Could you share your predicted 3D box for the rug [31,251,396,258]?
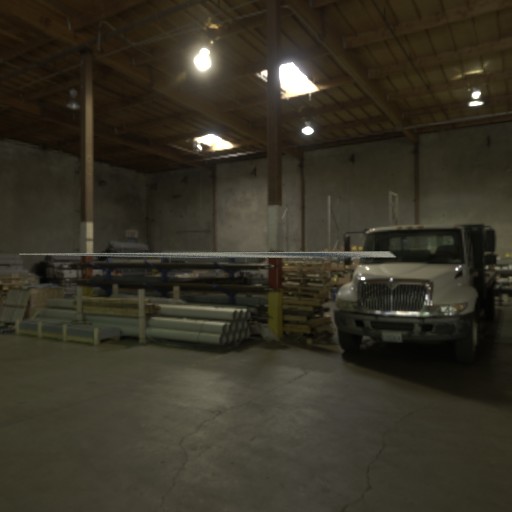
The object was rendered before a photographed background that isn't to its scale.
[{"bbox_3d":[0.000,0.000,4.106,2.453,0.004,3.037,0,-1,18],"label":"rug"}]
